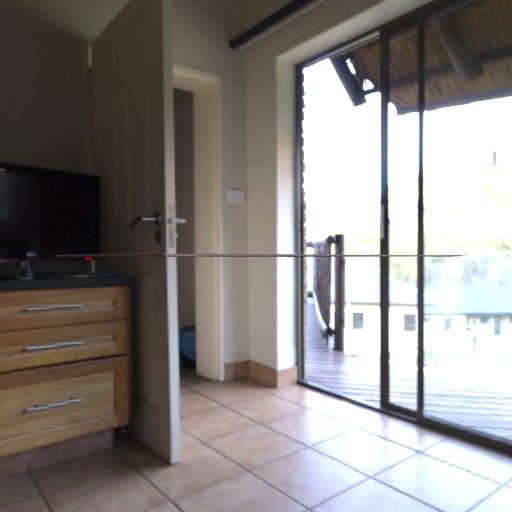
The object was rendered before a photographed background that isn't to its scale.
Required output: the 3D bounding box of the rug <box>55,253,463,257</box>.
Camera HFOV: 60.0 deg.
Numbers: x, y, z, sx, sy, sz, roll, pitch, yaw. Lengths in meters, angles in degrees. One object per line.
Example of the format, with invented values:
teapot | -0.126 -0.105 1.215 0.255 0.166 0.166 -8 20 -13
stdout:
rug | 0.000 0.000 4.263 3.092 0.023 2.479 0 0 -37
